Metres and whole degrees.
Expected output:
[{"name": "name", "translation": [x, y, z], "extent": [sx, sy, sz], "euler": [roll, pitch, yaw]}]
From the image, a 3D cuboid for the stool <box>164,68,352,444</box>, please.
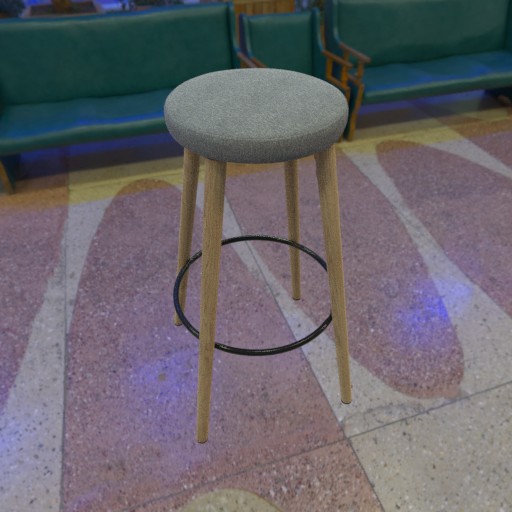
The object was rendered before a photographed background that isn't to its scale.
[{"name": "stool", "translation": [0.000, 0.000, 1.007], "extent": [0.410, 0.770, 0.410], "euler": [-11, 42, -12]}]
